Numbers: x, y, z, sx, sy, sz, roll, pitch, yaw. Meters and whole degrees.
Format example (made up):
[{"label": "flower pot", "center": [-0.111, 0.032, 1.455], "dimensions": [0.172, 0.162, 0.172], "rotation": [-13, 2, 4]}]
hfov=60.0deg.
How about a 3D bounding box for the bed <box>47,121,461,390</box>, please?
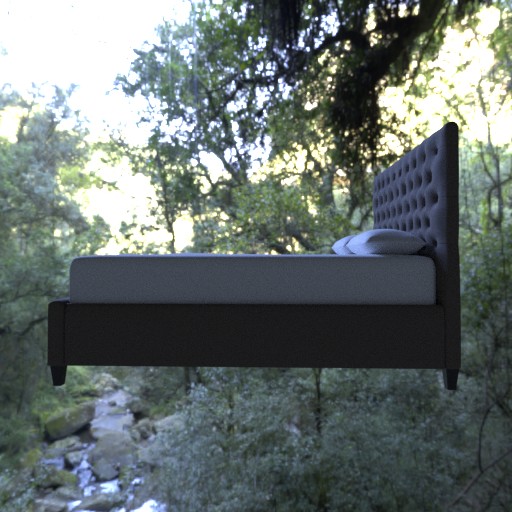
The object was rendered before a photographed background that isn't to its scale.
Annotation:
[{"label": "bed", "center": [0.000, 0.000, 3.203], "dimensions": [2.233, 1.426, 1.696], "rotation": [0, 0, 2]}]
